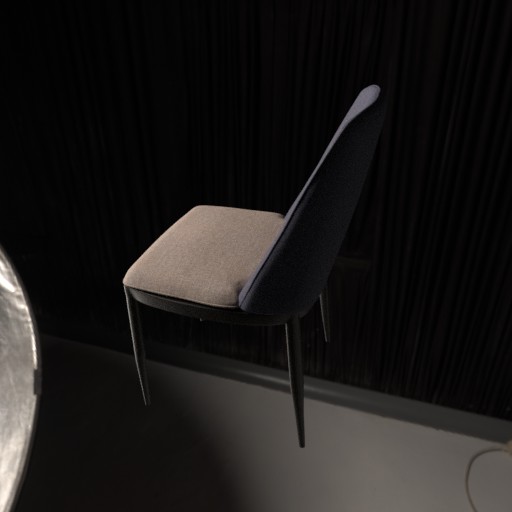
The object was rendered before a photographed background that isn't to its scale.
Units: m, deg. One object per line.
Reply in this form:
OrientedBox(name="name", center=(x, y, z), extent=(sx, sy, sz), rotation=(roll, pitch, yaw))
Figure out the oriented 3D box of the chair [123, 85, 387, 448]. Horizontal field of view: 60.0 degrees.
OrientedBox(name="chair", center=(0.000, 0.000, 1.161), extent=(0.551, 0.839, 0.480), rotation=(9, 31, 15))
